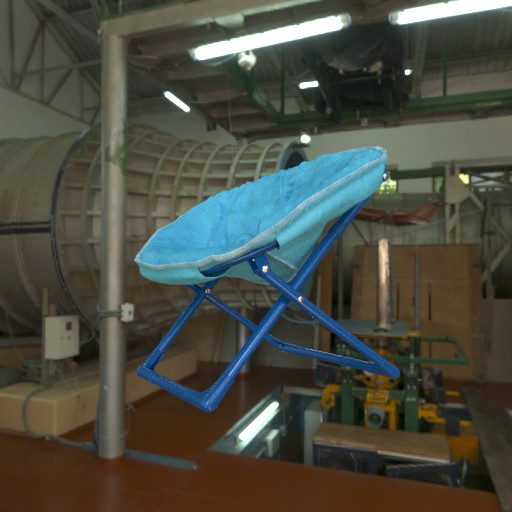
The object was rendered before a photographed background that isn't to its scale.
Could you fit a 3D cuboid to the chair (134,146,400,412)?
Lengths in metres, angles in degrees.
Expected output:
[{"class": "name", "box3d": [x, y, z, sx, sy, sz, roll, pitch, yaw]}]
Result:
[{"class": "chair", "box3d": [0.000, 0.000, 0.880, 0.465, 0.478, 0.520, 1, -1, -36]}]
